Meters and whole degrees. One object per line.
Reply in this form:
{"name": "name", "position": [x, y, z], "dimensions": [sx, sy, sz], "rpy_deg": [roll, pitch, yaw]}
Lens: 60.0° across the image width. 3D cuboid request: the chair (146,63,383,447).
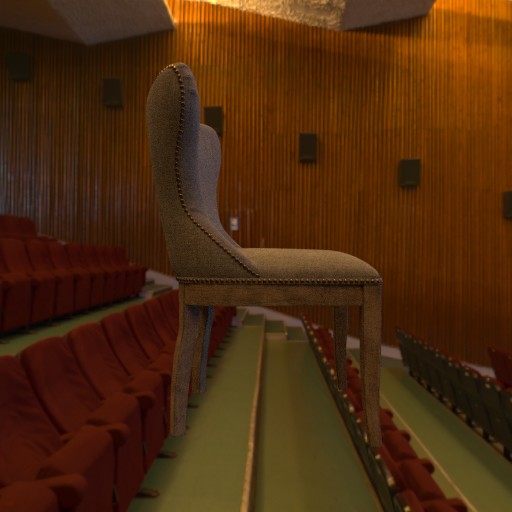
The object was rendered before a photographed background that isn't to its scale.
{"name": "chair", "position": [0.000, 0.000, 1.433], "dimensions": [0.681, 1.002, 0.654], "rpy_deg": [0, 0, 1]}
